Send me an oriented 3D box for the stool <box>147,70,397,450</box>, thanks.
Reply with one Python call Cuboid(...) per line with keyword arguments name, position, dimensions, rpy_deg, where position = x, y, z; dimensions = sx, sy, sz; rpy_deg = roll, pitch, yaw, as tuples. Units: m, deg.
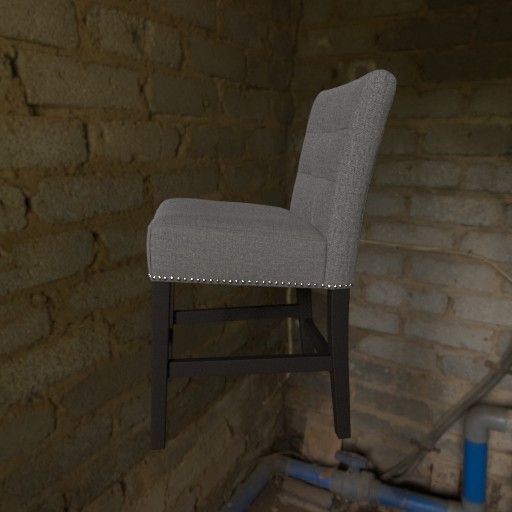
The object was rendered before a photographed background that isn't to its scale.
Cuboid(name="stool", position=(0.000, 0.000, 1.187), dimensions=(0.571, 0.885, 0.427), rpy_deg=(-2, 14, -8))
